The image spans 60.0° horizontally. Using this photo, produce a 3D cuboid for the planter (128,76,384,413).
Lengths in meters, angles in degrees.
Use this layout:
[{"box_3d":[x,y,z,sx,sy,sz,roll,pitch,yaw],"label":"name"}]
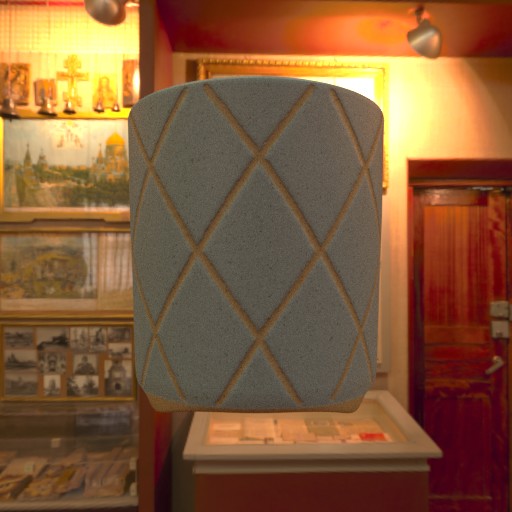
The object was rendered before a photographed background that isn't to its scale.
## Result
[{"box_3d":[0.000,0.000,0.341,0.191,0.200,0.191,0,-1,0],"label":"planter"}]
